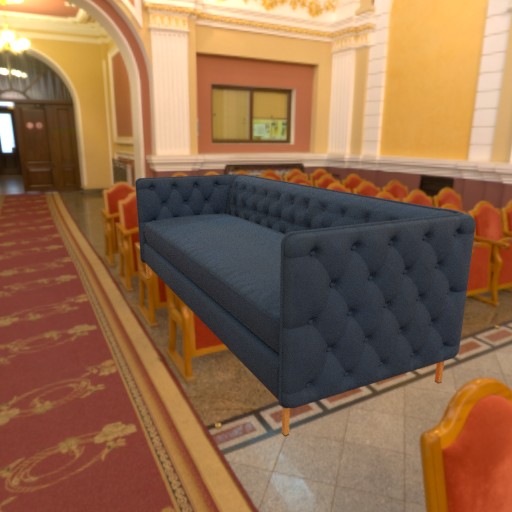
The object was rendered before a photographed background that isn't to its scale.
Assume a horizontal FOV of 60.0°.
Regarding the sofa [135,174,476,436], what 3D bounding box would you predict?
[{"bbox_3d":[0.000,0.000,2.589,0.895,0.771,2.209,-8,17,-26],"label":"sofa"}]
